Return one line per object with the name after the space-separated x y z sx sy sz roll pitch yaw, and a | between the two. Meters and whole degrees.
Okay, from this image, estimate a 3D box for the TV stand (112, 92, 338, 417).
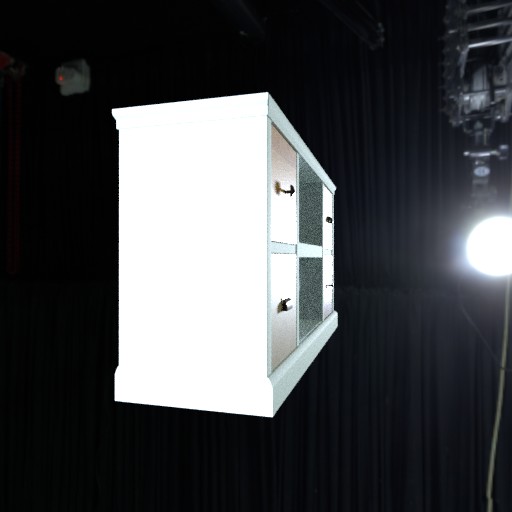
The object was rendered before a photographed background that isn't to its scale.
0.000 0.000 1.473 0.424 0.624 1.187 0 0 16 | TV stand
